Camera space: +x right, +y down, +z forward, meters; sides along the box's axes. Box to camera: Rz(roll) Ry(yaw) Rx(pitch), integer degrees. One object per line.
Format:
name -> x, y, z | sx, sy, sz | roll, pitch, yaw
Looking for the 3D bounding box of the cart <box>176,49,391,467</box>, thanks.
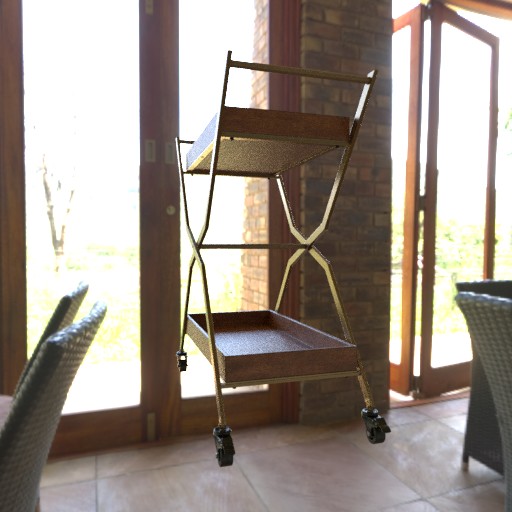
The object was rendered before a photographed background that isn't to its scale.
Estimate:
cart -> 0.000, 0.000, 1.337 | 0.405, 0.869, 0.836 | 0, 1, -17
